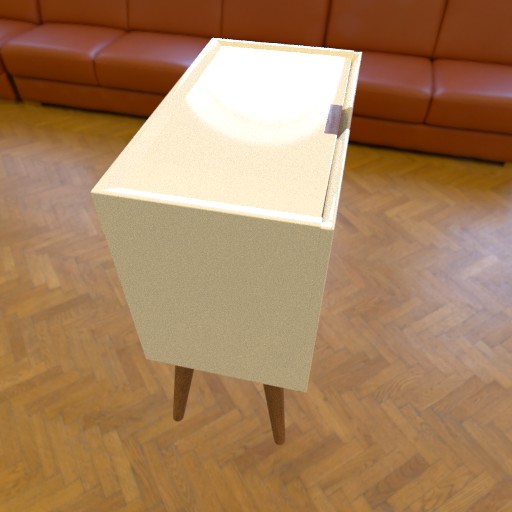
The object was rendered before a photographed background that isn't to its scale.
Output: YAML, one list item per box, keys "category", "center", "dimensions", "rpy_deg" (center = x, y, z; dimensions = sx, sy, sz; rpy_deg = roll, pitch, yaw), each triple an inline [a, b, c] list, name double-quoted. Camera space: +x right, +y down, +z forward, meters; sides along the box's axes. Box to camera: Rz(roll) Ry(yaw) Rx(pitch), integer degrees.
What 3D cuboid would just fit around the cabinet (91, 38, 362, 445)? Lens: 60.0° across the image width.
- category: "cabinet"
  center: [0.000, 0.000, 1.072]
  dimensions: [0.344, 0.772, 0.591]
  rpy_deg: [9, 47, 9]
